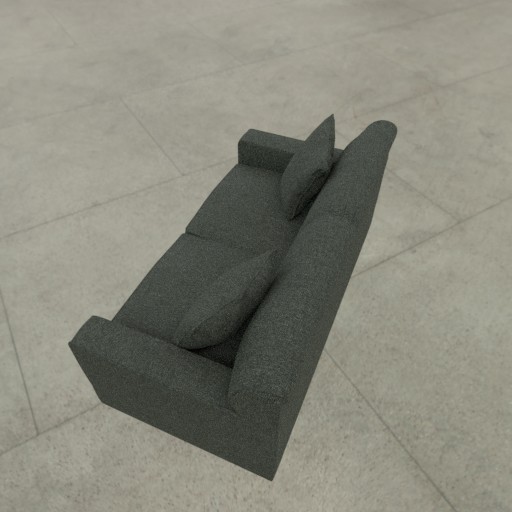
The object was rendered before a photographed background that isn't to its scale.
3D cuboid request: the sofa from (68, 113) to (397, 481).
[{"bbox_3d":[0.000,0.000,2.400,0.998,0.958,1.846,18,49,16],"label":"sofa"}]
